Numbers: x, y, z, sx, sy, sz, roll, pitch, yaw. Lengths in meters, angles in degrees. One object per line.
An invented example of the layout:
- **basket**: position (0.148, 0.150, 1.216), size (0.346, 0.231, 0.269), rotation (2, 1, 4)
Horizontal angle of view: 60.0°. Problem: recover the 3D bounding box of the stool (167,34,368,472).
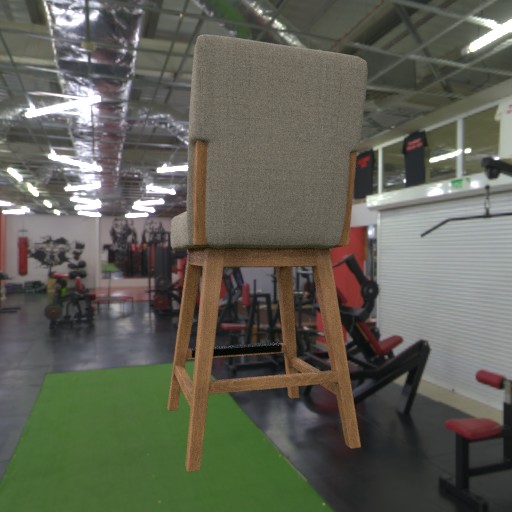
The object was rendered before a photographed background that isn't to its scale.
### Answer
- **stool**: position (0.000, 0.000, 1.291), size (0.459, 1.010, 0.526), rotation (0, 0, -17)
